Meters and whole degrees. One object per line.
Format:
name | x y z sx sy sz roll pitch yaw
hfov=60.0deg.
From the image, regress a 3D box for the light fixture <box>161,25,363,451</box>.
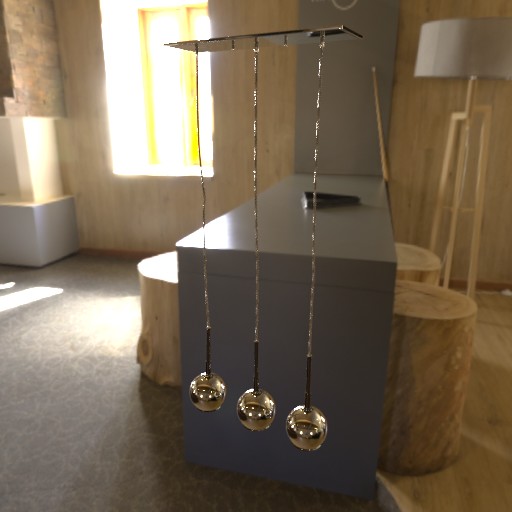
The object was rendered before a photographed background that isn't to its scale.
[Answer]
light fixture | 0.000 0.000 1.589 0.623 1.408 0.188 10 20 28
